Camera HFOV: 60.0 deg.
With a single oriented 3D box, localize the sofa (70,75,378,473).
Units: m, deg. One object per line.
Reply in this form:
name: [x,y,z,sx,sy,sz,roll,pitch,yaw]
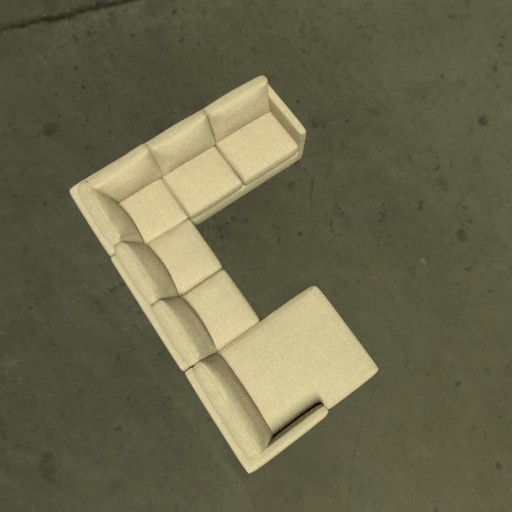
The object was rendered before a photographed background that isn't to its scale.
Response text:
sofa: [0.000,0.000,4.828,2.593,0.959,3.460,-34,77,-9]
